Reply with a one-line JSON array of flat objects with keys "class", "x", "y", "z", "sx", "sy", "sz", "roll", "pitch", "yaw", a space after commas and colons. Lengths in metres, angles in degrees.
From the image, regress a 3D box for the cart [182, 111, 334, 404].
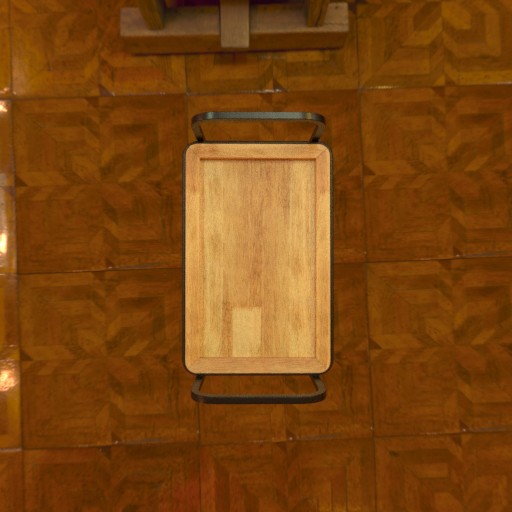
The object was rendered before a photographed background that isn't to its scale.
[{"class": "cart", "x": 0.000, "y": 0.000, "z": 1.331, "sx": 0.321, "sy": 1.080, "sz": 0.545, "roll": 0, "pitch": 89, "yaw": -1}]
